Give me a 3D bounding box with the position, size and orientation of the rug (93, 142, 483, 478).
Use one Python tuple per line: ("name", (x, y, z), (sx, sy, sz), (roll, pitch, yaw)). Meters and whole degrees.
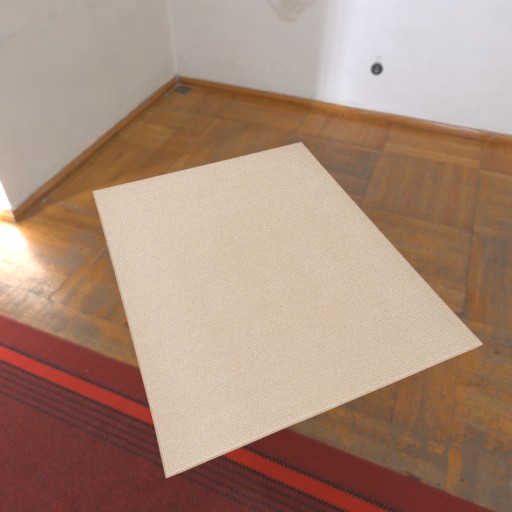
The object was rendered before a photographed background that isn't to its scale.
("rug", (0.000, 0.000, 3.995), (2.462, 0.018, 3.039), (-17, 49, -15))
